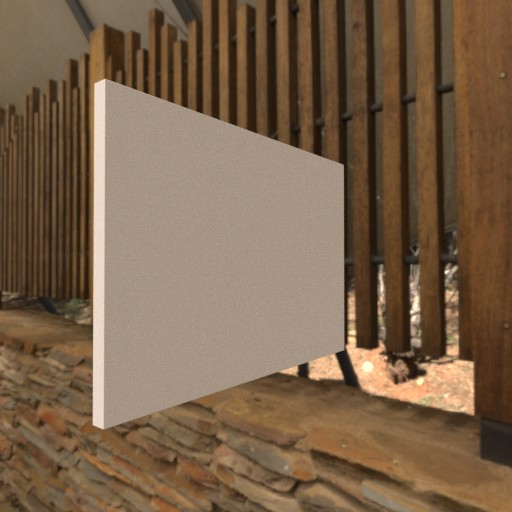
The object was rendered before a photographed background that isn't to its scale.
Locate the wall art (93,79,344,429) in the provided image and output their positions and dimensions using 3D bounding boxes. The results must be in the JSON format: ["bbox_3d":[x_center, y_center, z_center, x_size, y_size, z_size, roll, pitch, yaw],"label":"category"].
[{"bbox_3d":[0.000,0.000,1.664,0.051,0.902,1.308,-1,-1,39],"label":"wall art"}]
